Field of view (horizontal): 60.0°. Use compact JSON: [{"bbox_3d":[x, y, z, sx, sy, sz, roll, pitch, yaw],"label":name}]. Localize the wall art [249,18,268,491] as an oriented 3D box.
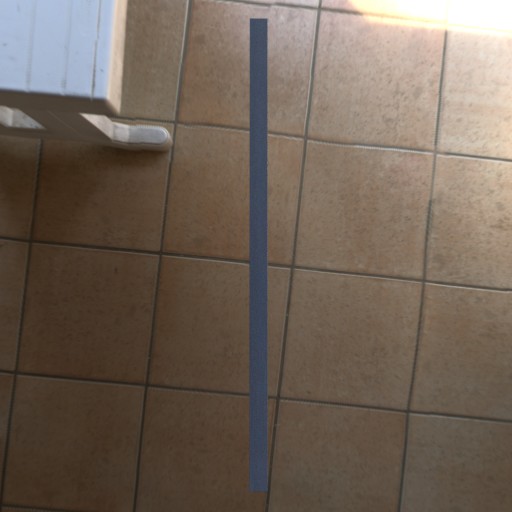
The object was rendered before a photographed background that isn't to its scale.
[{"bbox_3d":[0.000,0.000,0.896,0.026,0.558,0.660,0,89,-1],"label":"wall art"}]
